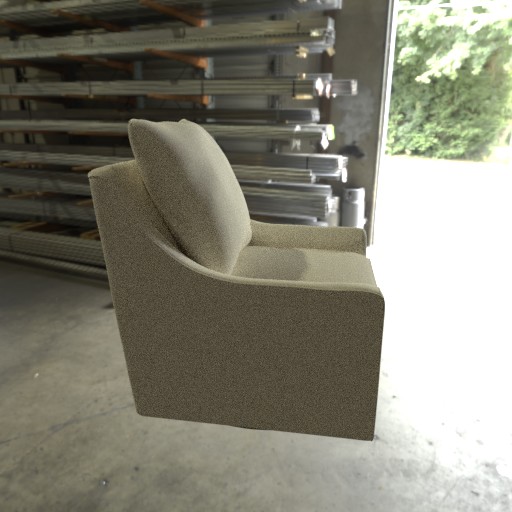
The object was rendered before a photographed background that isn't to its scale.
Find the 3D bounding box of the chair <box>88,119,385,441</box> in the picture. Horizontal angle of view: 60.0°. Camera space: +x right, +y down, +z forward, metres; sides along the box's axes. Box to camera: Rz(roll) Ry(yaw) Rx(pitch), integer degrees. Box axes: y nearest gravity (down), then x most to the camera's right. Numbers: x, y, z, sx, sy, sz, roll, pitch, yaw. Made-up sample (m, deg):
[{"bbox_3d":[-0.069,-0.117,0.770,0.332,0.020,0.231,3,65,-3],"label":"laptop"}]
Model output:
[{"bbox_3d":[0.000,0.000,1.633,0.876,0.965,0.756,3,17,9],"label":"chair"}]
